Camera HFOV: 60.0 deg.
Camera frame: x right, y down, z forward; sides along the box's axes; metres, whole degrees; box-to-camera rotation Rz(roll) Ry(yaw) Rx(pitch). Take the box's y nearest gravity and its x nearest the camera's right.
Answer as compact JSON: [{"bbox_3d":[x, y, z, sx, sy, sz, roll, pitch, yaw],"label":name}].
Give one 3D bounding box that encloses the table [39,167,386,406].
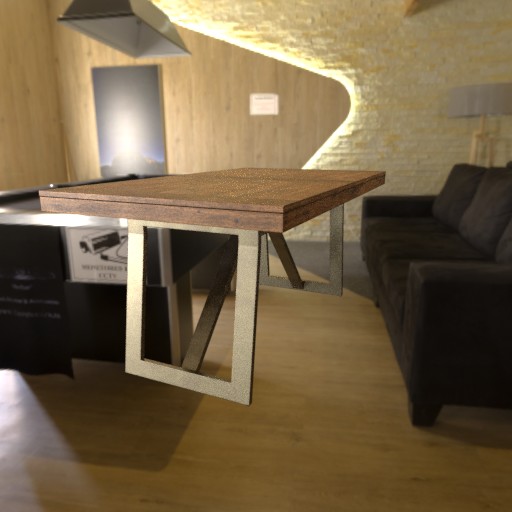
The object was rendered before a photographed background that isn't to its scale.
[{"bbox_3d":[0.000,0.000,2.192,0.931,0.757,1.641,7,16,24],"label":"table"}]
